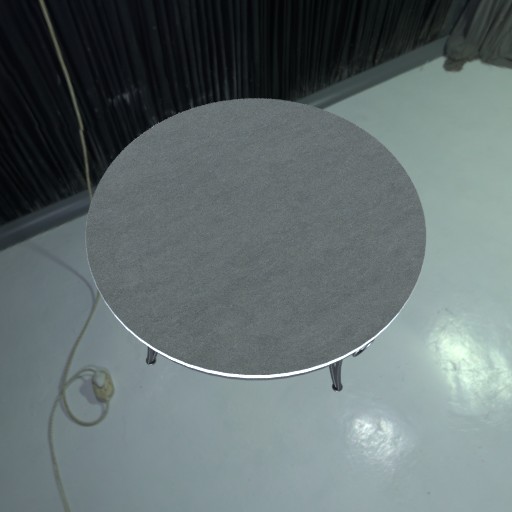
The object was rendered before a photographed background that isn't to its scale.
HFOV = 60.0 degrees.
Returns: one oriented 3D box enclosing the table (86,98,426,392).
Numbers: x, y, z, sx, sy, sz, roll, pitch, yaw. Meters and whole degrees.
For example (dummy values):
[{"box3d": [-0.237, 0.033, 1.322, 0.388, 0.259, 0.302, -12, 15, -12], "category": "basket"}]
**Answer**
[{"box3d": [0.000, 0.000, 1.378, 0.889, 0.470, 0.889, 0, 58, 0], "category": "table"}]
